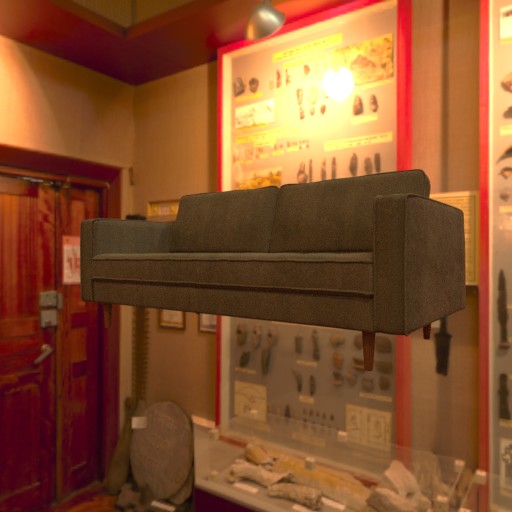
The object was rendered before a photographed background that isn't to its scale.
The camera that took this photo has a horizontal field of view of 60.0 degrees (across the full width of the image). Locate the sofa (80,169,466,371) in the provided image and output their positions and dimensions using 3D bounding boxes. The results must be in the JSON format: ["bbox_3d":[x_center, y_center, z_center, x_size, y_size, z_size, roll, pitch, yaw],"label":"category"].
[{"bbox_3d":[0.000,0.000,2.370,1.920,0.825,0.924,0,0,37],"label":"sofa"}]
